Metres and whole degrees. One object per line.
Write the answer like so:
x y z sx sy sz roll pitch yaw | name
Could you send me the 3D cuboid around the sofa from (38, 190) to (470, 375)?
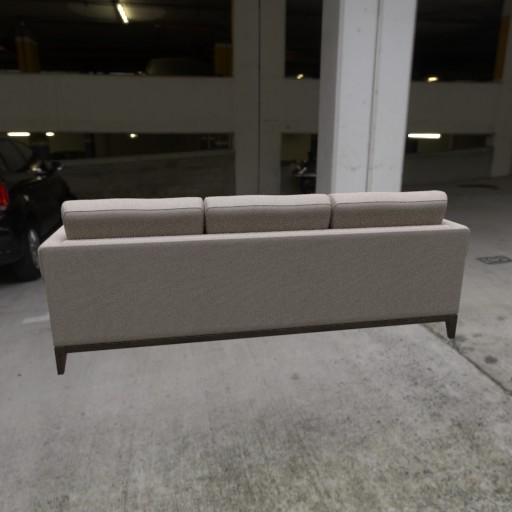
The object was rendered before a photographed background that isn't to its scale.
0.000 0.000 2.709 2.210 0.838 0.959 -3 16 -10 | sofa
